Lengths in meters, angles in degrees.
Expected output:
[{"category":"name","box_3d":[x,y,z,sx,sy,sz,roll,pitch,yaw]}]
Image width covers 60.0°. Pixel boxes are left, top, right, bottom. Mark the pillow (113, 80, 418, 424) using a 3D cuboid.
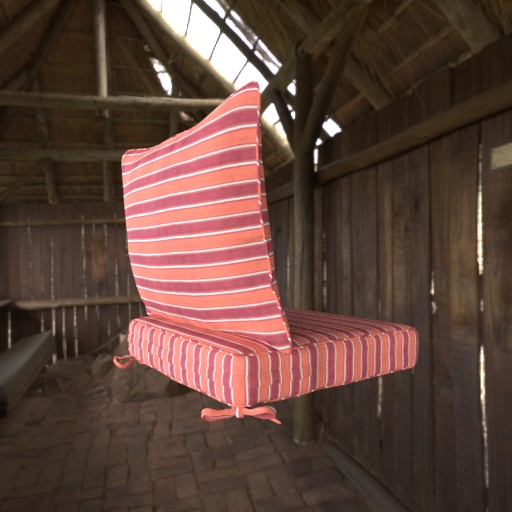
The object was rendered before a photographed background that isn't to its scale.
[{"category":"pillow","box_3d":[0.000,0.000,1.384,0.733,0.723,0.799,0,0,-36]}]
